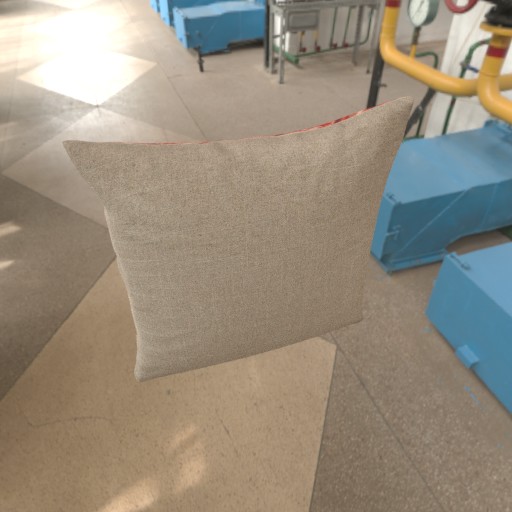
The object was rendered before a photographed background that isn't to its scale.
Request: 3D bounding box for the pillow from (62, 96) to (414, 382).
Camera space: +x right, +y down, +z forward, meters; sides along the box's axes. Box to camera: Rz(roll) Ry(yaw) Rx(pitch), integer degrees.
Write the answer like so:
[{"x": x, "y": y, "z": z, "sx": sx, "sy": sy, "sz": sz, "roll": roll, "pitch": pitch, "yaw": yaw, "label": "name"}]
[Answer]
[{"x": 0.000, "y": 0.000, "z": 0.781, "sx": 0.513, "sy": 0.511, "sz": 0.158, "roll": -12, "pitch": 41, "yaw": -14, "label": "pillow"}]
